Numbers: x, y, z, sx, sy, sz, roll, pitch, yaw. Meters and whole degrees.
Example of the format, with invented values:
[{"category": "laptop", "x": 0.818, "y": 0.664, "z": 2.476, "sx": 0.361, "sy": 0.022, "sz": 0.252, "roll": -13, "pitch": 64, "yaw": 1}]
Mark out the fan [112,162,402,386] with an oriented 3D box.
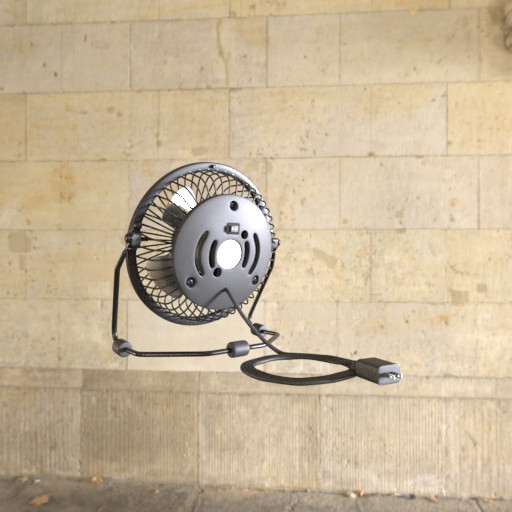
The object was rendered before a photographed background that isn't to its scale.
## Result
[{"category": "fan", "x": 0.000, "y": 0.000, "z": 0.317, "sx": 0.153, "sy": 0.152, "sz": 0.202, "roll": 0, "pitch": 0, "yaw": -39}]
